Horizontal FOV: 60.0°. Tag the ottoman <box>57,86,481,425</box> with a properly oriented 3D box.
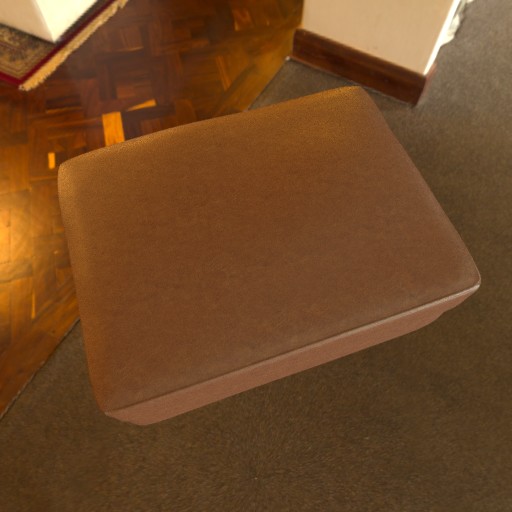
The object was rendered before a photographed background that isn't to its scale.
[{"bbox_3d":[0.000,0.000,1.189,0.851,0.485,0.650,-17,65,-8],"label":"ottoman"}]
